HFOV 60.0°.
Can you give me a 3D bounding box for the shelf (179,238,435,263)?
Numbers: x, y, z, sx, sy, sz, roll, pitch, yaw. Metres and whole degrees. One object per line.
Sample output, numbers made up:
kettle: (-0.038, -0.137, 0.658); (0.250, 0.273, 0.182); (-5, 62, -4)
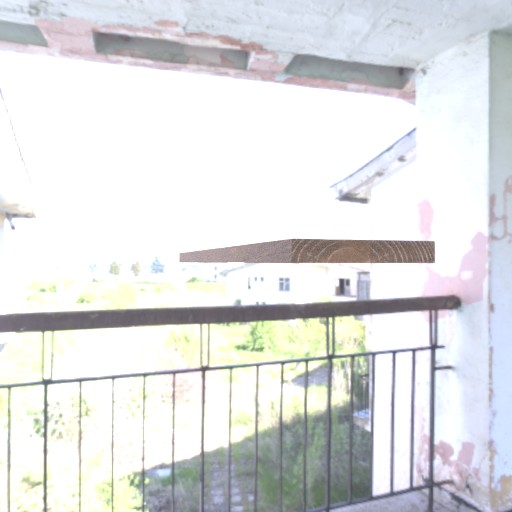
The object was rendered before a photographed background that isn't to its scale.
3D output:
shelf: (0.000, 0.000, 0.668); (0.140, 0.020, 0.610); (0, -1, -18)
